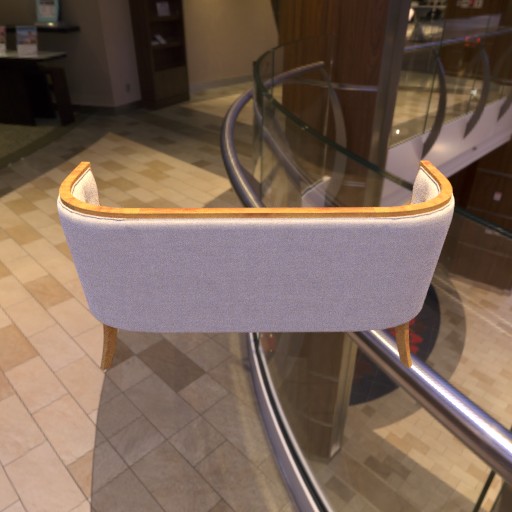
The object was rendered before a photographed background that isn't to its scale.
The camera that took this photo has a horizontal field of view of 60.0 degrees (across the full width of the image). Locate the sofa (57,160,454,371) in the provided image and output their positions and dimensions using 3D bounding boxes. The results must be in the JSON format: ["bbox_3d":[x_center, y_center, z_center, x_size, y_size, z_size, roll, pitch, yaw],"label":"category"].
[{"bbox_3d":[0.000,0.000,1.941,1.474,0.775,0.770,0,31,-1],"label":"sofa"}]
